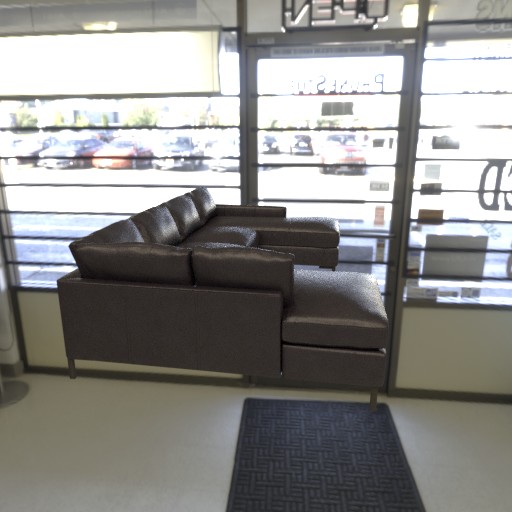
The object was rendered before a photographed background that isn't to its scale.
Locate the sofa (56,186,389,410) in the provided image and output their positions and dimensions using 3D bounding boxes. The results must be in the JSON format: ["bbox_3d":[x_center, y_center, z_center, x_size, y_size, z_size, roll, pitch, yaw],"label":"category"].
[{"bbox_3d":[0.000,0.000,3.887,1.939,0.900,2.956,3,16,9],"label":"sofa"}]
